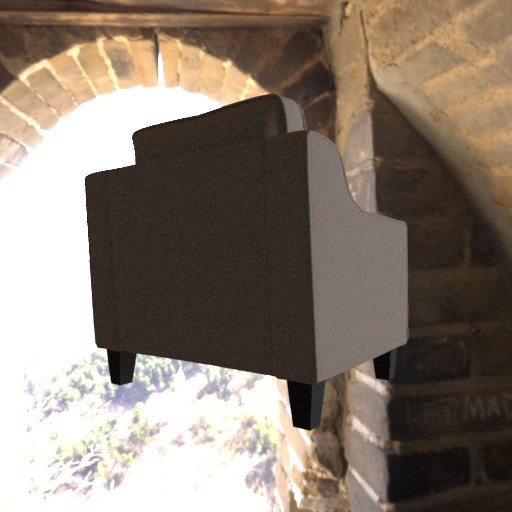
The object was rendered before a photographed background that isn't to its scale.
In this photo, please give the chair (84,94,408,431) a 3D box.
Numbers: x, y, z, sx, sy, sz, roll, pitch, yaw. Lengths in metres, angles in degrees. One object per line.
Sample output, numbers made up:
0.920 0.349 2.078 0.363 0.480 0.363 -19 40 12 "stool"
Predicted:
0.000 0.000 1.699 0.922 0.948 0.882 -1 -2 35 "chair"
